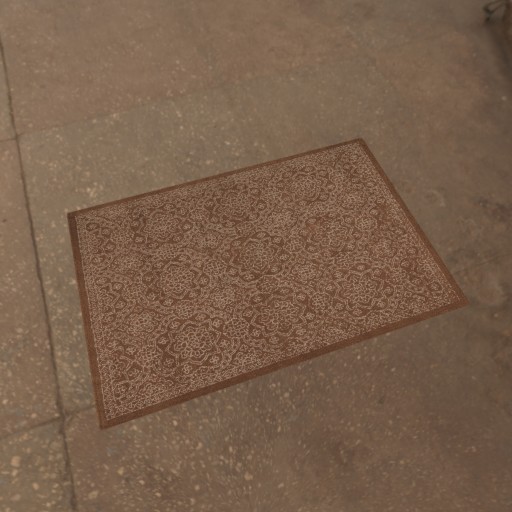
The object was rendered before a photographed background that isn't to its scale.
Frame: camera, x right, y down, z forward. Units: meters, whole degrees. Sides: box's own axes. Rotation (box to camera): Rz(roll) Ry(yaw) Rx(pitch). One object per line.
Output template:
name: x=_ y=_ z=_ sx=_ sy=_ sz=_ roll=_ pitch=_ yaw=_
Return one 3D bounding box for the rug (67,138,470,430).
rug: x=0.000 y=0.000 z=2.342 sx=1.829 sy=0.010 sz=1.219 roll=-16 pitch=60 yaw=-10
